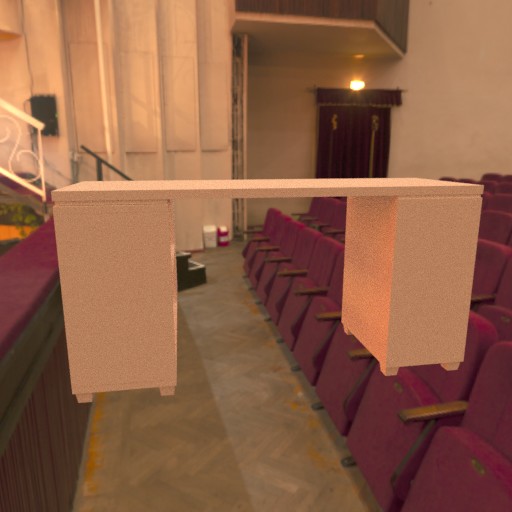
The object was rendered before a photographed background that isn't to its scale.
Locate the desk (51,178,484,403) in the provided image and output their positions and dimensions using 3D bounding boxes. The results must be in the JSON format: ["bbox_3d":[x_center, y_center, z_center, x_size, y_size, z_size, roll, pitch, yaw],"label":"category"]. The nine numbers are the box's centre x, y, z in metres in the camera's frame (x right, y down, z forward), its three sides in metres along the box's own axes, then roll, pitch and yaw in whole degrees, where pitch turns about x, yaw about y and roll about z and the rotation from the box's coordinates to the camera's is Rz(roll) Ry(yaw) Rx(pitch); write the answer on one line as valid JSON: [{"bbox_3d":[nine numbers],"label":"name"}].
[{"bbox_3d":[0.000,0.000,2.193,1.524,0.759,1.199,-2,13,-9],"label":"desk"}]
